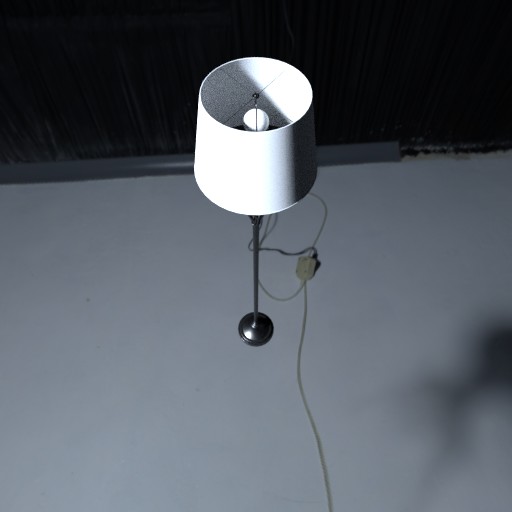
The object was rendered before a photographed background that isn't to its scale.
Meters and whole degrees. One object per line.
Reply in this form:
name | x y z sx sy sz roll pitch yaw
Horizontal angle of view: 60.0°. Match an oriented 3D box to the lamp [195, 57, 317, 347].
lamp | 0.000 0.000 1.833 0.379 1.623 0.379 0 59 0
